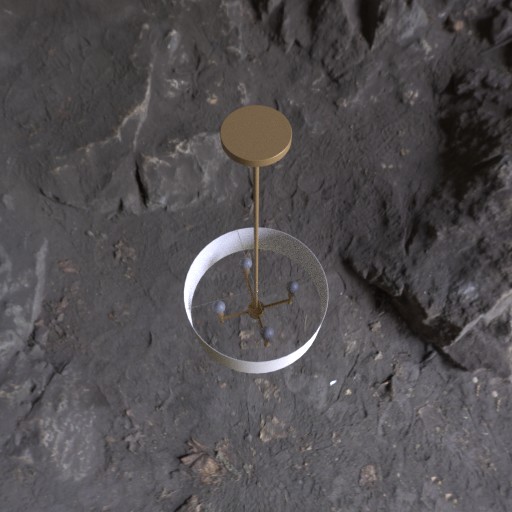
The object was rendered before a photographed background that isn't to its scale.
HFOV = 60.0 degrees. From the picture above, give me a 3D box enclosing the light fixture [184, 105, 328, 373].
[{"bbox_3d":[0.000,0.000,1.314,0.508,1.067,0.508,0,64,0],"label":"light fixture"}]
